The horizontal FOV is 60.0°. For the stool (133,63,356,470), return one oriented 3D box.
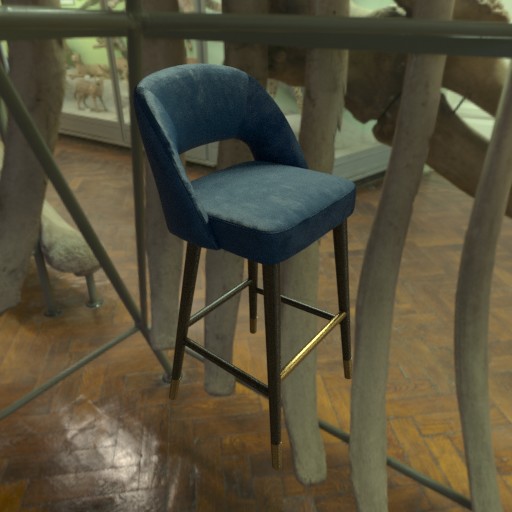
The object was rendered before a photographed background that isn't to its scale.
[{"bbox_3d":[0.000,0.000,1.308,0.515,1.016,0.514,20,34,32],"label":"stool"}]
